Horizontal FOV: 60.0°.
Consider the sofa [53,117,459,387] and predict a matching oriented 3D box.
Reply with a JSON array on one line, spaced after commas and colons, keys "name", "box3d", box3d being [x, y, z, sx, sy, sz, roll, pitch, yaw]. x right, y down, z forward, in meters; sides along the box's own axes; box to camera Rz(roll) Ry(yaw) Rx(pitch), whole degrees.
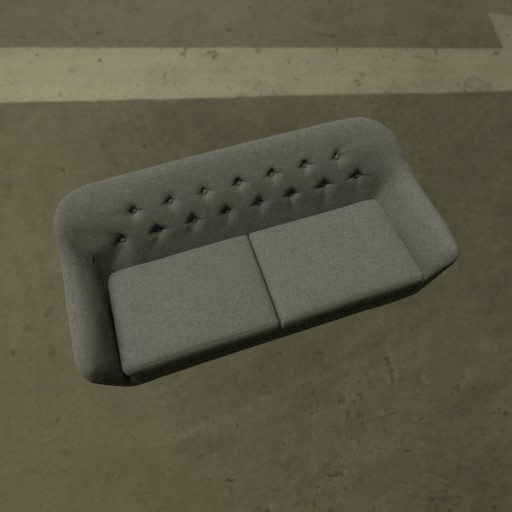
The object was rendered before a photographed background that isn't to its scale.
[{"name": "sofa", "box3d": [0.000, 0.000, 2.284, 1.840, 0.820, 0.820, -16, 64, -8]}]
